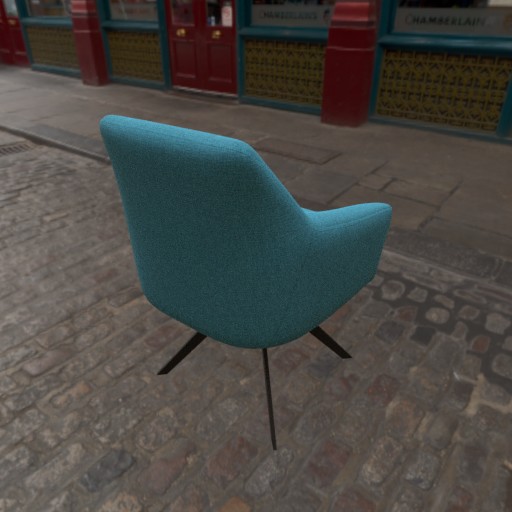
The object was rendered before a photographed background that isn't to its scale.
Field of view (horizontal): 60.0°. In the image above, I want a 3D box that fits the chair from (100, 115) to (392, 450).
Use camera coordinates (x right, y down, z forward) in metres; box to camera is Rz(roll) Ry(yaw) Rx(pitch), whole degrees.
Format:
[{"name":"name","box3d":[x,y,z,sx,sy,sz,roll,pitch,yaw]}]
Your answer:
[{"name":"chair","box3d":[0.000,0.000,1.325,0.642,0.874,0.677,20,35,32]}]
